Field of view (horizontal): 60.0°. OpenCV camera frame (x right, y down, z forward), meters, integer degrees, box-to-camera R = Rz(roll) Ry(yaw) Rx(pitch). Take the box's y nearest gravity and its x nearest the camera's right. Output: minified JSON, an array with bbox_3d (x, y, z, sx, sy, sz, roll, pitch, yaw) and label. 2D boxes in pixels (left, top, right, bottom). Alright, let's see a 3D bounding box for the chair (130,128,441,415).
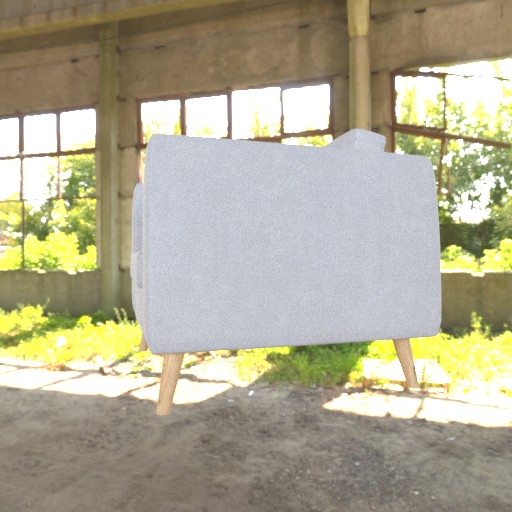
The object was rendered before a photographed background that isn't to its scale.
[{"bbox_3d":[0.000,0.000,1.734,0.930,0.860,1.000,0,0,-18],"label":"chair"}]
